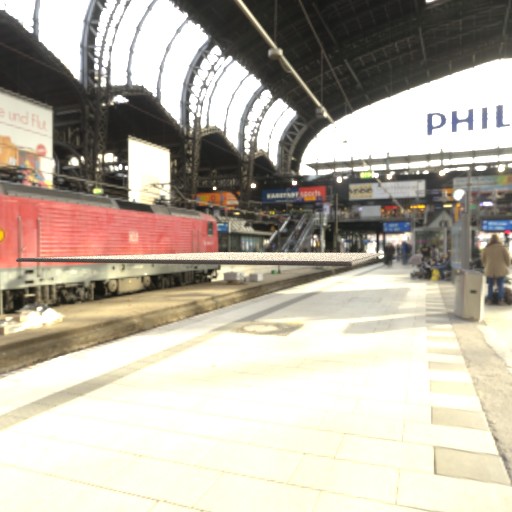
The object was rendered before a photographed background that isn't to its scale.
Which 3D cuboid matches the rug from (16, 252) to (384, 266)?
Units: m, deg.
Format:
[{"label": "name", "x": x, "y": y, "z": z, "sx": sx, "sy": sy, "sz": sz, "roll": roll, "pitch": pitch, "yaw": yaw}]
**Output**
[{"label": "rug", "x": 0.000, "y": 0.000, "z": 2.040, "sx": 1.067, "sy": 0.013, "sz": 1.676, "roll": 0, "pitch": 1, "yaw": 19}]
